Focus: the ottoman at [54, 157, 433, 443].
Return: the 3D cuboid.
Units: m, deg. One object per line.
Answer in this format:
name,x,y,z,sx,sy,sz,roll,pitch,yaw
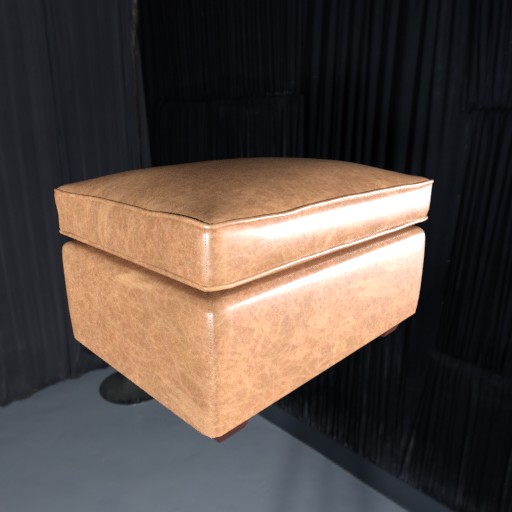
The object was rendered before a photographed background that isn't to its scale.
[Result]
ottoman,0.000,0.000,1.096,0.554,0.468,0.756,16,23,42
